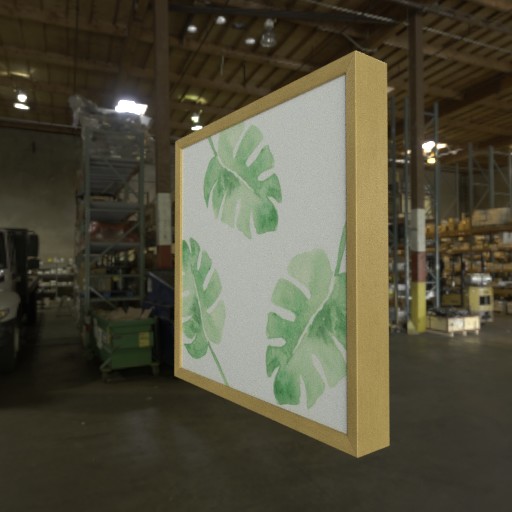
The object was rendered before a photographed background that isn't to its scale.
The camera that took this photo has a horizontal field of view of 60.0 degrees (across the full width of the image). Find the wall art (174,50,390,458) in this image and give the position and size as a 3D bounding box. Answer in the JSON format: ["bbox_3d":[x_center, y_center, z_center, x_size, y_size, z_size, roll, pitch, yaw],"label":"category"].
[{"bbox_3d":[0.000,0.000,0.465,0.038,0.305,0.305,1,-2,-36],"label":"wall art"}]
